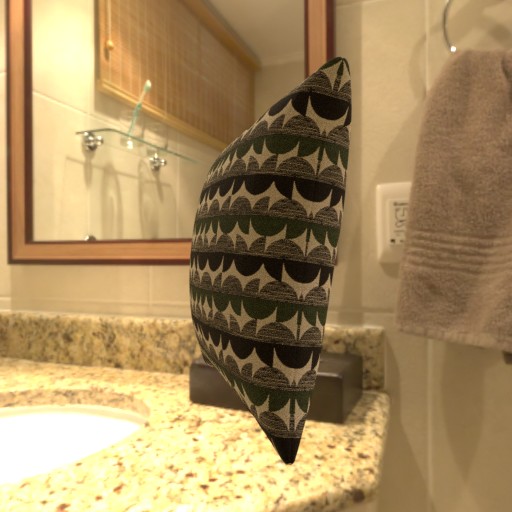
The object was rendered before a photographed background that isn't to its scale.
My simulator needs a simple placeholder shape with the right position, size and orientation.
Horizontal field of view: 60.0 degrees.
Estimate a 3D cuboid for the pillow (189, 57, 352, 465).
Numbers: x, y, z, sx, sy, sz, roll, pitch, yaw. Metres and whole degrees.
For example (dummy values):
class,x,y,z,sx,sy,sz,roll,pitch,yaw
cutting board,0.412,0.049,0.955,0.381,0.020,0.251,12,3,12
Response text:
class,x,y,z,sx,sy,sz,roll,pitch,yaw
pillow,0.000,0.000,0.634,0.180,0.404,0.419,0,0,-17
